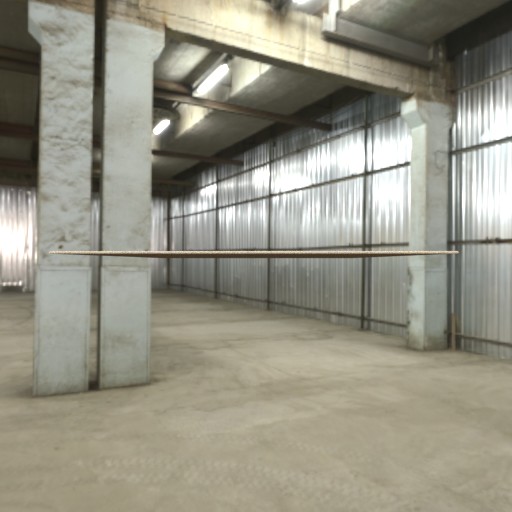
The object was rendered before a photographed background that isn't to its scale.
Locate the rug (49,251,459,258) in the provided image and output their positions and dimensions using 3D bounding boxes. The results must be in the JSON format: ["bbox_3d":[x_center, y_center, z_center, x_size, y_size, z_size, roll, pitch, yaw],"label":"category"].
[{"bbox_3d":[0.000,0.000,4.155,2.441,0.015,3.050,0,-1,1],"label":"rug"}]
